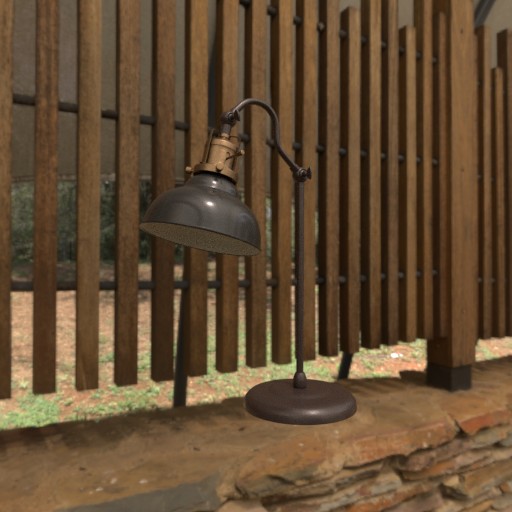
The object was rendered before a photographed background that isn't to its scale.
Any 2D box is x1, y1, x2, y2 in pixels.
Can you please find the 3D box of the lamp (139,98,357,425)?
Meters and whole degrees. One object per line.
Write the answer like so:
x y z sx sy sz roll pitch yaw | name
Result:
0.000 0.000 0.711 0.374 0.508 0.192 1 -1 -35 | lamp
